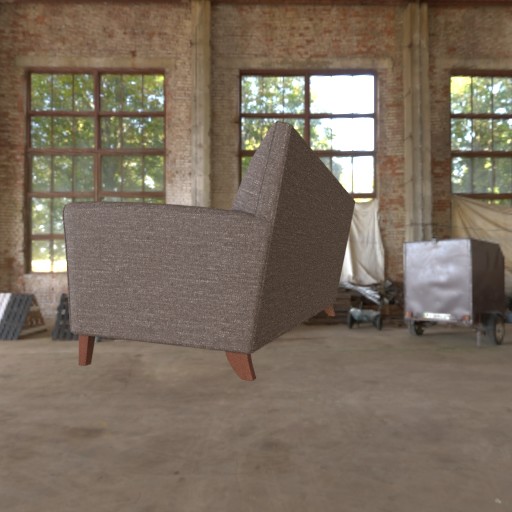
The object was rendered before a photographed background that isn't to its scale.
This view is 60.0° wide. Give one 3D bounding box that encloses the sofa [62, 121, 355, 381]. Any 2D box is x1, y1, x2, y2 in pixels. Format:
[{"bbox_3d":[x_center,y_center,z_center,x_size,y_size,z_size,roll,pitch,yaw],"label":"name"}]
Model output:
[{"bbox_3d":[0.000,0.000,2.431,0.875,0.846,1.976,0,-1,19],"label":"sofa"}]
